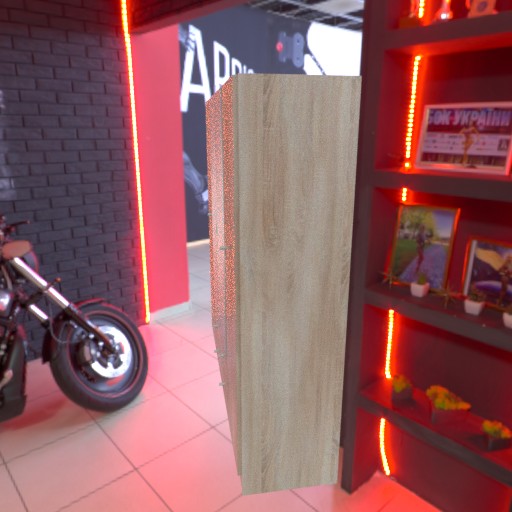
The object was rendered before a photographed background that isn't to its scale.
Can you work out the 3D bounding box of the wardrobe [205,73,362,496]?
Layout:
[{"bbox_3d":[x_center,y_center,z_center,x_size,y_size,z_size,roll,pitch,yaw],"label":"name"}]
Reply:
[{"bbox_3d":[0.000,0.000,3.122,0.598,2.159,1.998,-3,16,-9],"label":"wardrobe"}]
